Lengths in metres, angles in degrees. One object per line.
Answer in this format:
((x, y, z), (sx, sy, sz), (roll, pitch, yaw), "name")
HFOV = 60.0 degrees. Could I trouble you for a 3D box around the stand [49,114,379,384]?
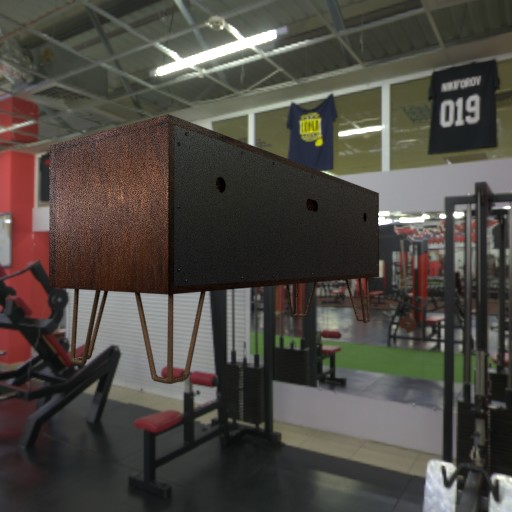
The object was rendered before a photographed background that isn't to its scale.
((0.000, 0.000, 1.675), (0.481, 0.610, 1.372), (-1, -1, 35), "stand")
